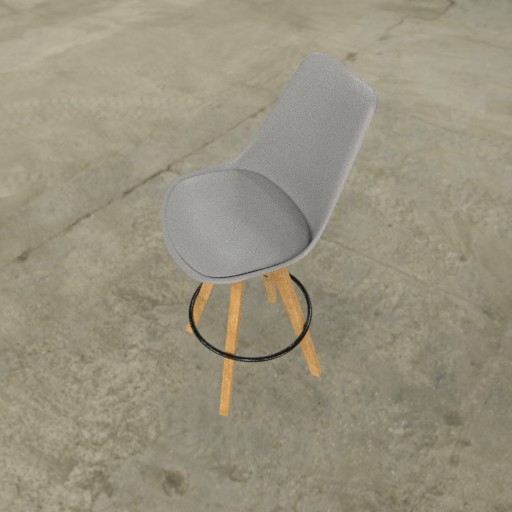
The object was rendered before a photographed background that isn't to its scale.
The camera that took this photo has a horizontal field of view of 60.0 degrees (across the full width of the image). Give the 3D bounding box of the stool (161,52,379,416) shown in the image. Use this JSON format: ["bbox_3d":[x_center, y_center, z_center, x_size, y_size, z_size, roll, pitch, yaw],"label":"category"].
[{"bbox_3d":[0.000,0.000,1.431,0.550,1.115,0.485,-18,49,-16],"label":"stool"}]
